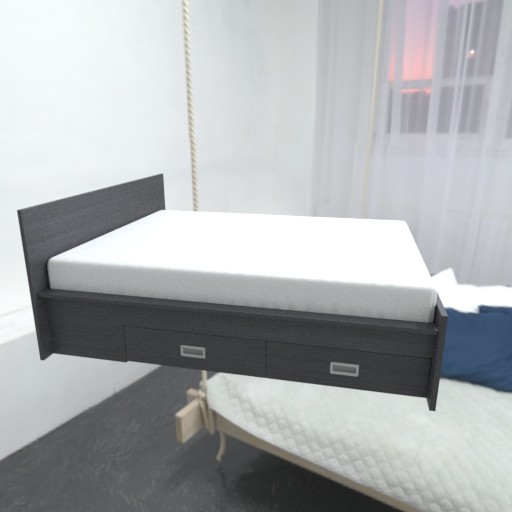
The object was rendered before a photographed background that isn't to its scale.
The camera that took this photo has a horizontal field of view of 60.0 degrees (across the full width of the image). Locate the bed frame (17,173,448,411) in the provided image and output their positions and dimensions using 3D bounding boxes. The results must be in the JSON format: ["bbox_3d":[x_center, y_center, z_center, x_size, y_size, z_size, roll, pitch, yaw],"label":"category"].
[{"bbox_3d":[0.000,0.000,2.769,1.960,0.800,1.622,4,17,12],"label":"bed frame"}]
